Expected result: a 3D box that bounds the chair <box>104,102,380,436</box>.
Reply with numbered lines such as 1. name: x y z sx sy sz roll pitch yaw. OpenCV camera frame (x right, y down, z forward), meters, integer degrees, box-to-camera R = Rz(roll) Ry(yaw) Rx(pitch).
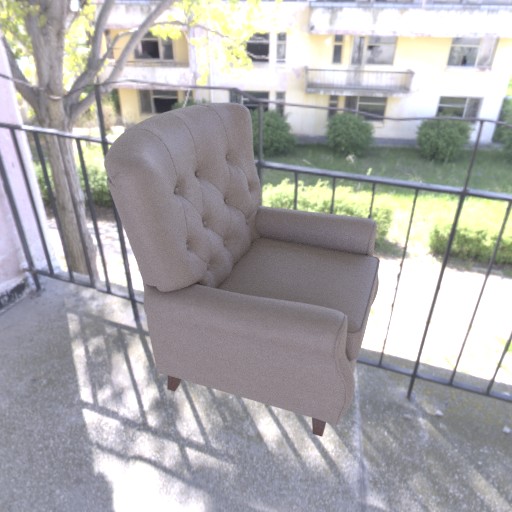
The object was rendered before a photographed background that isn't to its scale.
1. chair: 0.000 0.000 1.935 1.041 1.138 0.999 11 33 18
